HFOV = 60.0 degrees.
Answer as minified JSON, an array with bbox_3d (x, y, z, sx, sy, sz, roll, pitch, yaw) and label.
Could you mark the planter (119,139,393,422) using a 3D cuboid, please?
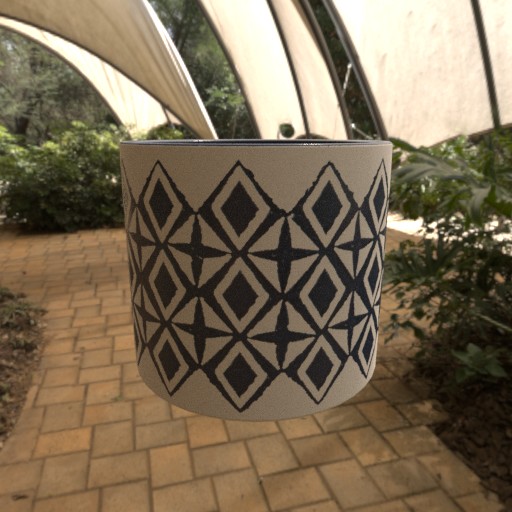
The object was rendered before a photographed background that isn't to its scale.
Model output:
[{"bbox_3d":[0.000,0.000,0.403,0.224,0.203,0.224,0,16,0],"label":"planter"}]
